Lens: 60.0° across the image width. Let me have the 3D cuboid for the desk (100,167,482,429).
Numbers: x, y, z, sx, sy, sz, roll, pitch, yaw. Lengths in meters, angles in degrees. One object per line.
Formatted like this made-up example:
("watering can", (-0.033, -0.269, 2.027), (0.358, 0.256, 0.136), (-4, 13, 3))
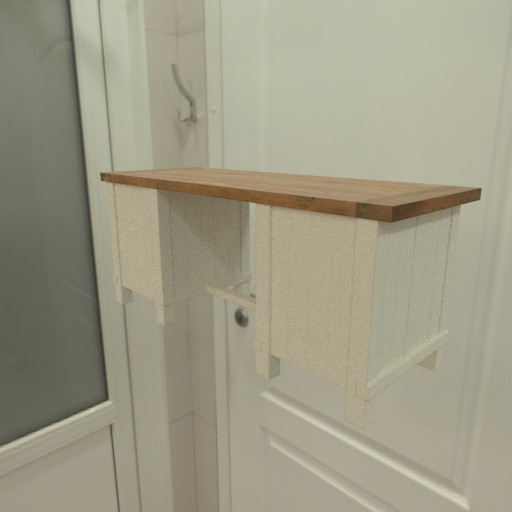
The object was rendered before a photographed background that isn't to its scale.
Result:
("desk", (0.000, 0.000, 2.209), (0.688, 0.760, 1.803), (-14, 20, -43))
